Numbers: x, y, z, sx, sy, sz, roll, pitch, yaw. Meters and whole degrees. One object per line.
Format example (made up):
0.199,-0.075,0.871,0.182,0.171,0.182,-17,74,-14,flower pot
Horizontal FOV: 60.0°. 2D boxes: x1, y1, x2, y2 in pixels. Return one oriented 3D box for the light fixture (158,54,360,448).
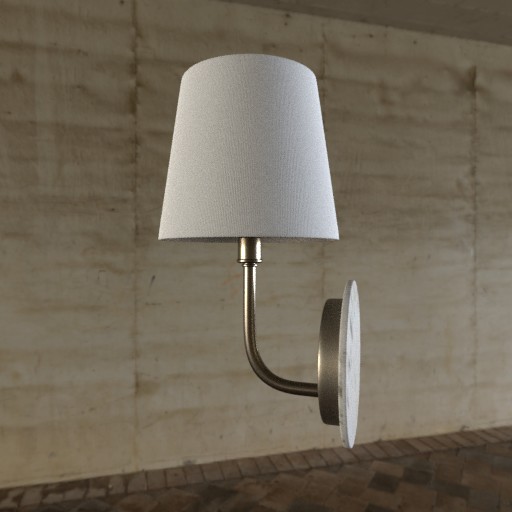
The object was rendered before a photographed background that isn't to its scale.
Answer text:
0.000,0.000,0.429,0.188,0.337,0.168,0,0,17,light fixture
